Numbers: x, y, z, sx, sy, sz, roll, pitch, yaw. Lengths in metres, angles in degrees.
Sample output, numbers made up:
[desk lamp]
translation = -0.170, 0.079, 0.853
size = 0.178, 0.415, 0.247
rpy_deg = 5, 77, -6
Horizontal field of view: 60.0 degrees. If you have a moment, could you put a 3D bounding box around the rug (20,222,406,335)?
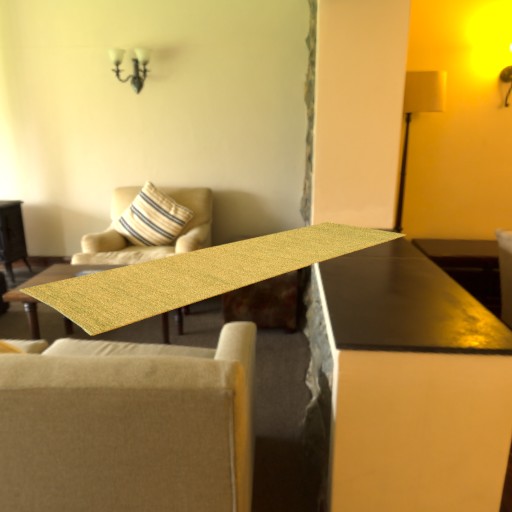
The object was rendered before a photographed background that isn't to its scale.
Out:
[rug]
translation = 0.000, 0.000, 2.566
size = 0.686, 0.013, 2.340
rpy_deg = 14, 21, 43
